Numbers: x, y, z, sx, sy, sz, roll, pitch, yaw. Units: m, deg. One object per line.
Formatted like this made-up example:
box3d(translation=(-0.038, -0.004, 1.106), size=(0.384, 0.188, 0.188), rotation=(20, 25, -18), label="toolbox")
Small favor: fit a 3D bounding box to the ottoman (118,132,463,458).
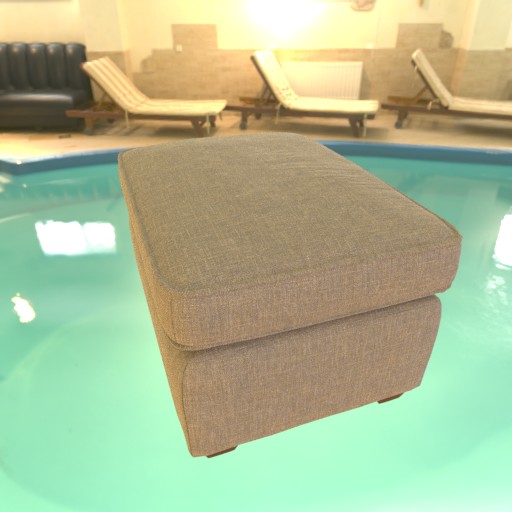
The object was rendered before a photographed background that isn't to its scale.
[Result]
box3d(translation=(0.000, 0.000, 1.091), size=(0.559, 0.457, 0.762), rotation=(-11, 32, -17), label="ottoman")
